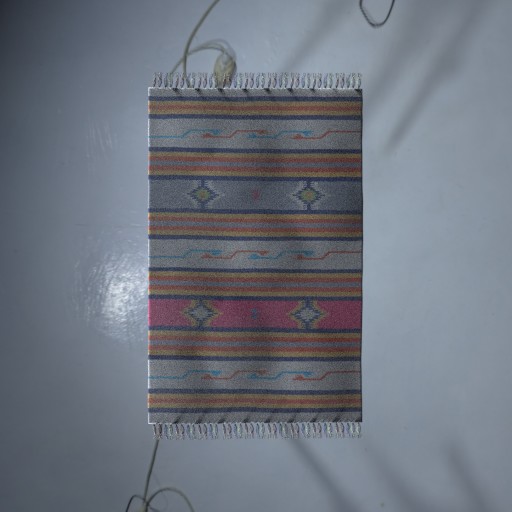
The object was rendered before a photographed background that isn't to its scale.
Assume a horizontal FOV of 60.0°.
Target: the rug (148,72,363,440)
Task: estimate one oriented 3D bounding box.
[{"bbox_3d":[0.000,0.000,2.230,1.084,0.013,1.849,0,90,-1],"label":"rug"}]
